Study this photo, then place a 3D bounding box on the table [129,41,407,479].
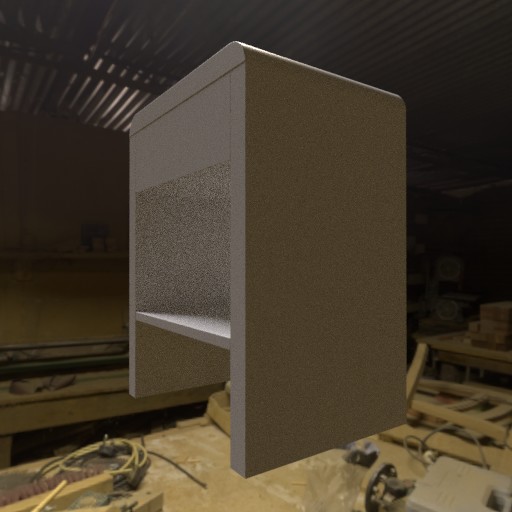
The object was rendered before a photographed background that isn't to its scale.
[{"bbox_3d":[0.000,0.000,0.868,0.350,0.590,0.450,0,0,-35],"label":"table"}]
